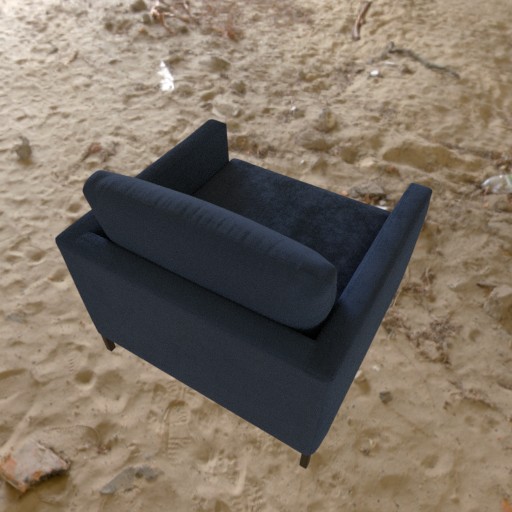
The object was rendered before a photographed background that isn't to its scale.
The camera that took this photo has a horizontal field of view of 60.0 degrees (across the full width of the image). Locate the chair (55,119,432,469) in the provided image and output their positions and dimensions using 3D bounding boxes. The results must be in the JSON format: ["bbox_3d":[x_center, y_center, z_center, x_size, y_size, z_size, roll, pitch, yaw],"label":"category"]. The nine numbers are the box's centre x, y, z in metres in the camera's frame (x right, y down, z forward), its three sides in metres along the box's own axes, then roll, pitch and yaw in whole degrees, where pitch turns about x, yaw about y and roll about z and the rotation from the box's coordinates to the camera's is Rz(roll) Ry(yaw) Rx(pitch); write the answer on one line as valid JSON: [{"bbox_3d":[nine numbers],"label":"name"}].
[{"bbox_3d":[0.000,0.000,1.597,0.964,0.812,0.875,23,50,21],"label":"chair"}]
